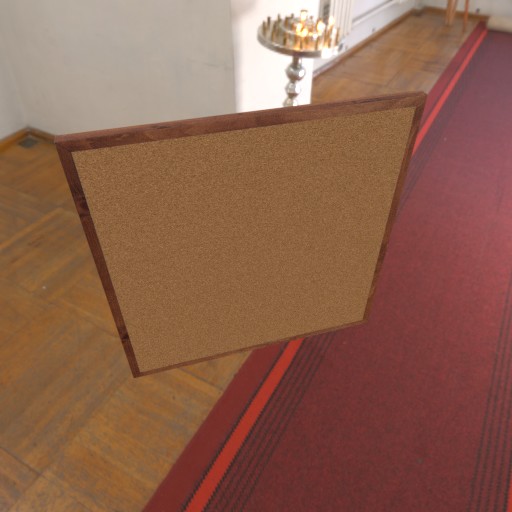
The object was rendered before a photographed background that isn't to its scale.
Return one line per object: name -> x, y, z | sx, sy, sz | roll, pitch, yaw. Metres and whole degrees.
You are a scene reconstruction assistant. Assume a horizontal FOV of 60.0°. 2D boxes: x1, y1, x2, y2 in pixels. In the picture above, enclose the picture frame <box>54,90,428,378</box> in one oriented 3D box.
picture frame -> 0.000, 0.000, 1.212 | 0.810, 0.817, 0.029 | -11, 44, -12
